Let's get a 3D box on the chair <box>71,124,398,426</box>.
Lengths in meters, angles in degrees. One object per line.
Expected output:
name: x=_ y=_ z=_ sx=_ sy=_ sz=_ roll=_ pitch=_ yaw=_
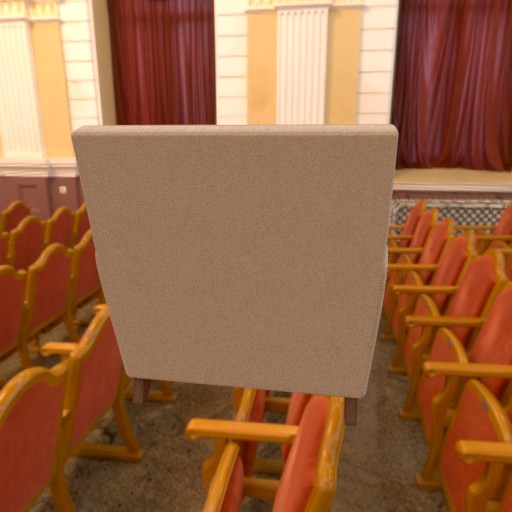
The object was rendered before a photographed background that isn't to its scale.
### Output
chair: x=0.000 y=0.000 z=1.524 sx=0.840 sy=0.846 sz=0.871 roll=3 pitch=15 yaw=9
